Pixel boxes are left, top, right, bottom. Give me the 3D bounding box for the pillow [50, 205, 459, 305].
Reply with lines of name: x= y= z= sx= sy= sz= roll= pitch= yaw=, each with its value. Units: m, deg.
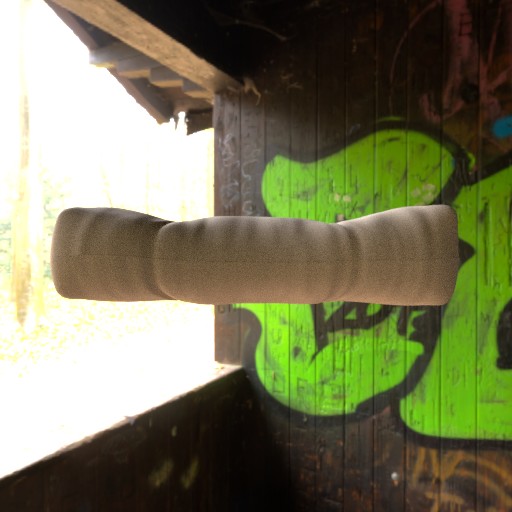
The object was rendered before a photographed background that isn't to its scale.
pillow: x=0.000 y=0.000 z=0.731 sx=0.490 sy=0.128 sz=0.468 roll=0 pitch=0 yaw=-1
